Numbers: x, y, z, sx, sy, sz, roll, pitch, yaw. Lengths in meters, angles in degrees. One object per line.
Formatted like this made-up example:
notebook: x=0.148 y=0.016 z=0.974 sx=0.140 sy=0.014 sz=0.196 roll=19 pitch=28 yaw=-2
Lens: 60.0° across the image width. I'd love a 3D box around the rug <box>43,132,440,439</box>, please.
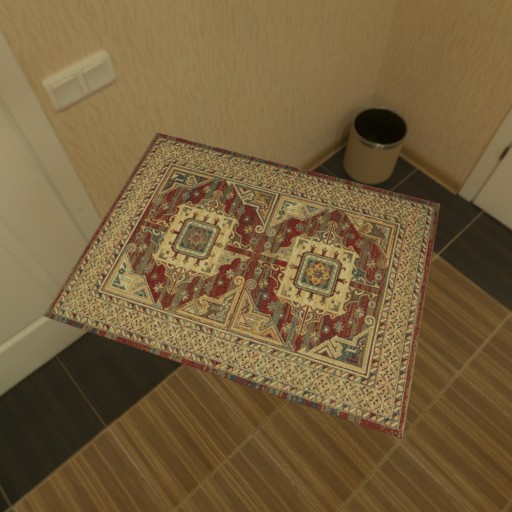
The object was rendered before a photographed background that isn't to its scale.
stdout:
rug: x=0.000 y=0.000 z=4.252 sx=3.197 sy=0.013 sz=2.381 roll=16 pitch=61 yaw=9
